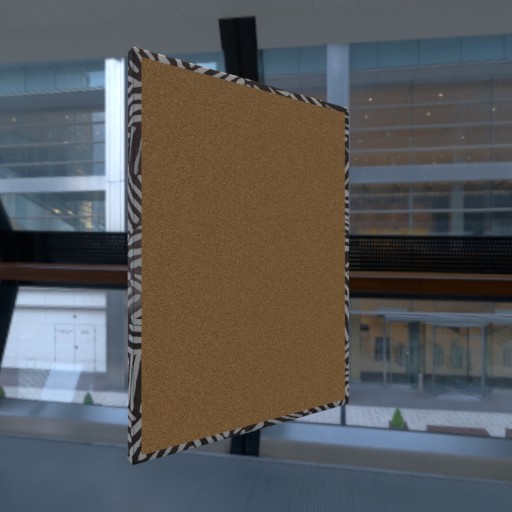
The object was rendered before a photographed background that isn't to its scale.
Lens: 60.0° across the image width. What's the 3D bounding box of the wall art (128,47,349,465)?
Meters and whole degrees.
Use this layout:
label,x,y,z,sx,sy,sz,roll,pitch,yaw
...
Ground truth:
label,x,y,z,sx,sy,sz,roll,pitch,yaw
wall art,0.000,0.000,1.313,0.765,1.017,0.038,0,0,-36
